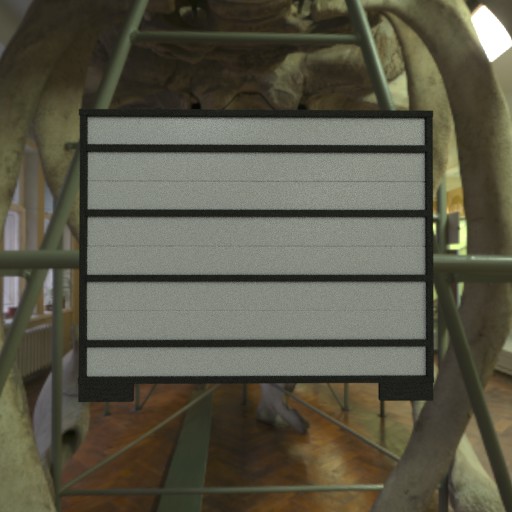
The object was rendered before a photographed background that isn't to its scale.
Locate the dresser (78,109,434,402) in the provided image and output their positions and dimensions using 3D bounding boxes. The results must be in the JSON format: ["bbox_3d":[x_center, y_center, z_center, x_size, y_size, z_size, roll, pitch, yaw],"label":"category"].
[{"bbox_3d":[0.000,0.000,1.438,0.994,0.816,0.404,0,-1,-1],"label":"dresser"}]
